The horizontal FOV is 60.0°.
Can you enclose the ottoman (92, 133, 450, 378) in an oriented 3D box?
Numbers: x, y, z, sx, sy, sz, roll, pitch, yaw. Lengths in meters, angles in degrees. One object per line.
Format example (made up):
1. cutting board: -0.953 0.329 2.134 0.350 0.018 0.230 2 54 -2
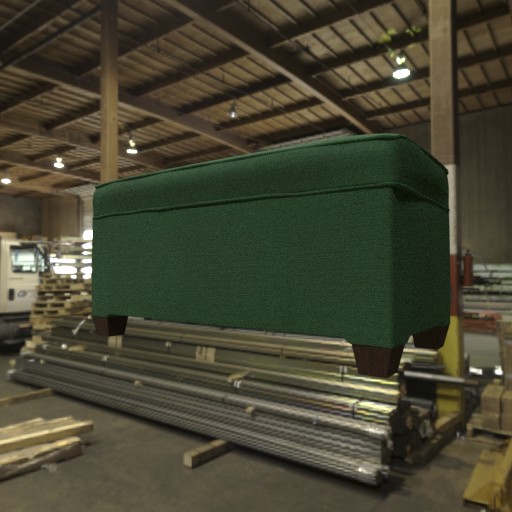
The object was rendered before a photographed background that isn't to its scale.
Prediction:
1. ottoman: 0.000 0.000 1.239 0.957 0.471 0.483 -1 -2 36
